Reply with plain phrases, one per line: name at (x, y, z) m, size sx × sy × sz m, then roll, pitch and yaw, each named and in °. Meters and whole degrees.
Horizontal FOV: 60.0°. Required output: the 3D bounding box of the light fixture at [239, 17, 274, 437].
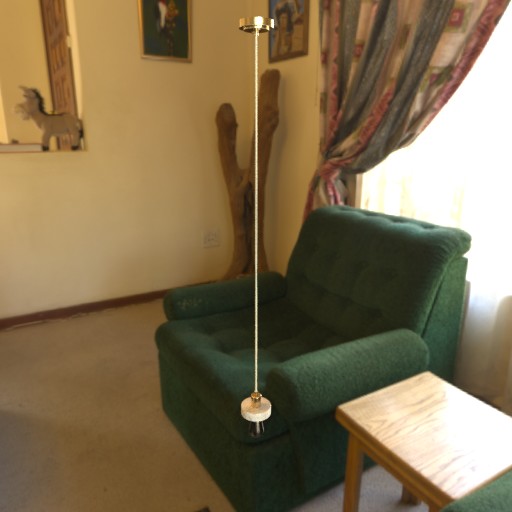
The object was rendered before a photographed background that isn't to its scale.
light fixture at (0.000, 0.000, 1.746) m, size 0.129 × 1.669 × 0.129 m, roll 15°, pitch 22°, yaw 42°
